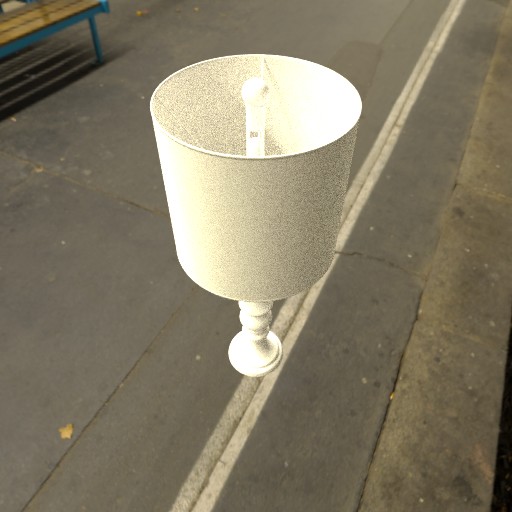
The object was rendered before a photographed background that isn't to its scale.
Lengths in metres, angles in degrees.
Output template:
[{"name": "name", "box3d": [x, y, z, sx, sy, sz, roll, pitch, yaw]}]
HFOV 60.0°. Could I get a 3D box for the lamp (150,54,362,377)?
[{"name": "lamp", "box3d": [0.000, 0.000, 0.732, 0.250, 0.597, 0.250, 3, 47, 3]}]
